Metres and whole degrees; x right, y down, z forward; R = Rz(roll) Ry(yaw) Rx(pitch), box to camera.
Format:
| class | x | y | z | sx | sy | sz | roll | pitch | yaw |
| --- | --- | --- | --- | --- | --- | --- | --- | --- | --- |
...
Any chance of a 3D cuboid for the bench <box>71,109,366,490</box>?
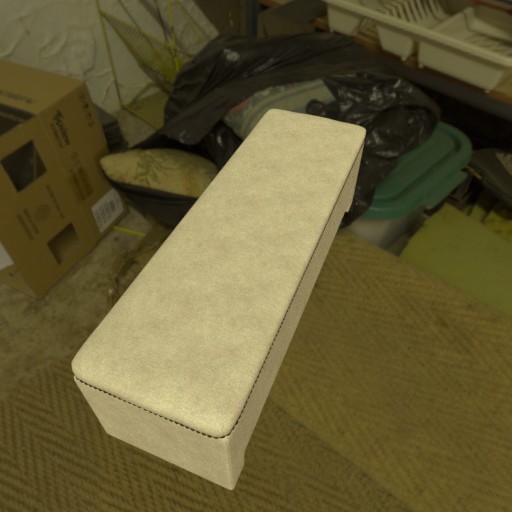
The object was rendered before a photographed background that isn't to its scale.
| class | x | y | z | sx | sy | sz | roll | pitch | yaw |
| --- | --- | --- | --- | --- | --- | --- | --- | --- | --- |
| bench | 0.000 | 0.000 | 1.696 | 0.470 | 0.447 | 1.482 | 17 | 49 | 15 |
